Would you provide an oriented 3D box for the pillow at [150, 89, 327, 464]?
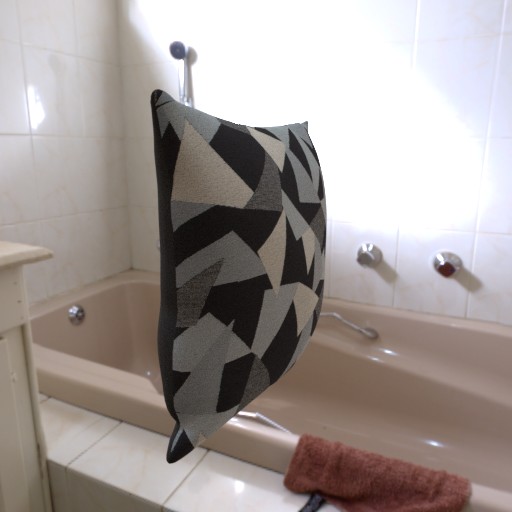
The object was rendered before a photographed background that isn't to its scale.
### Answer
[{"bbox_3d":[0.000,0.000,0.771,0.208,0.496,0.503,7,15,27],"label":"pillow"}]
